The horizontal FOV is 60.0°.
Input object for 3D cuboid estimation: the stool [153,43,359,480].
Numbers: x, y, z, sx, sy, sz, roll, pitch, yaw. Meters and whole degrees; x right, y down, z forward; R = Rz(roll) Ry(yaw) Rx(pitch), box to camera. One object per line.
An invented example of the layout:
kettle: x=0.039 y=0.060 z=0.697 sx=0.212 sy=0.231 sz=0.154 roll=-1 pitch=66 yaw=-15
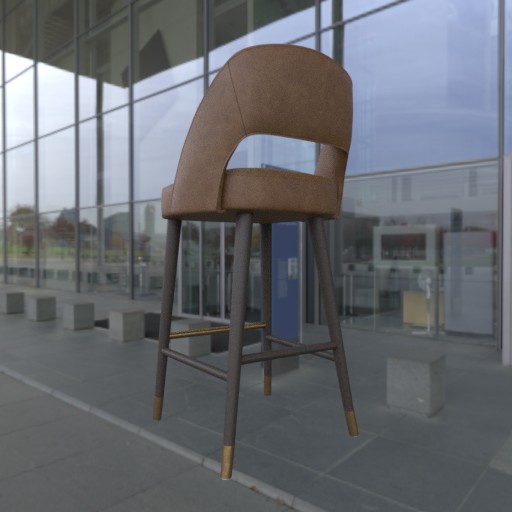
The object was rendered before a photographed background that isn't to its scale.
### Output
stool: x=0.000 y=0.000 z=1.312 sx=0.494 sy=1.037 sz=0.509 roll=0 pitch=1 yaw=-34
